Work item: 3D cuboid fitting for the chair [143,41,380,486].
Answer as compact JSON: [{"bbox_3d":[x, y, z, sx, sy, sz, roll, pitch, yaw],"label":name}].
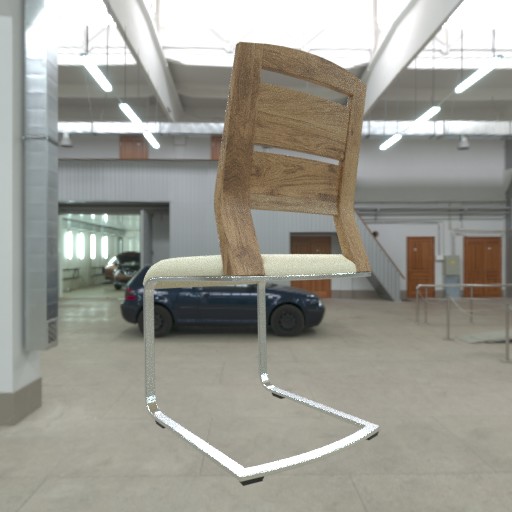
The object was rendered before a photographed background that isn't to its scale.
[{"bbox_3d":[0.000,0.000,1.251,0.457,0.955,0.561,0,0,-37],"label":"chair"}]
